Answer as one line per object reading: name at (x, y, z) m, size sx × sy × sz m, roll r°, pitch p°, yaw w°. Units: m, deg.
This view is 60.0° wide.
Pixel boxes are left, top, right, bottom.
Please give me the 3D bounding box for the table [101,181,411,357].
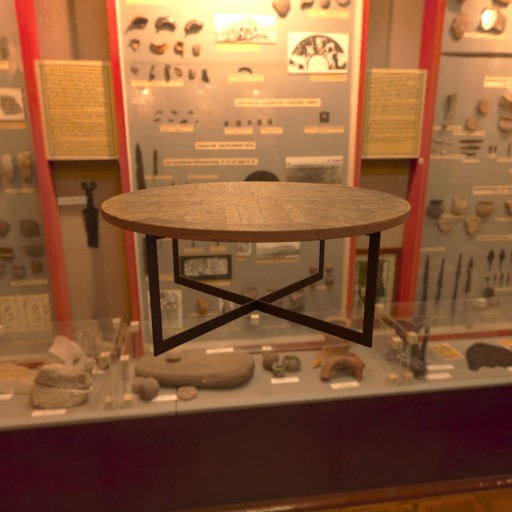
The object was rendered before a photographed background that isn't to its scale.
table at (0.000, 0.000, 1.977) m, size 1.264 × 0.516 × 1.264 m, roll 0°, pitch 16°, yaw 0°
